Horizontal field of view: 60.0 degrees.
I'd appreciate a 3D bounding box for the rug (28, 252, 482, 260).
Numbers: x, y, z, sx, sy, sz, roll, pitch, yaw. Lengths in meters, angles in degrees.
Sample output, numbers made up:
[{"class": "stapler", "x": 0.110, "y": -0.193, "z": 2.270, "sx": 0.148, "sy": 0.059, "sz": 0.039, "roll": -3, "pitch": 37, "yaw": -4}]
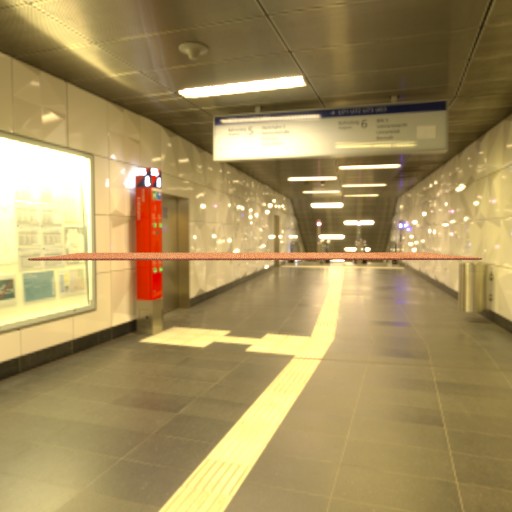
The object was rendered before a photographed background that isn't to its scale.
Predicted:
[{"class": "rug", "x": 0.000, "y": 0.000, "z": 2.576, "sx": 2.307, "sy": 0.012, "sz": 0.687, "roll": 0, "pitch": 3, "yaw": -1}]
